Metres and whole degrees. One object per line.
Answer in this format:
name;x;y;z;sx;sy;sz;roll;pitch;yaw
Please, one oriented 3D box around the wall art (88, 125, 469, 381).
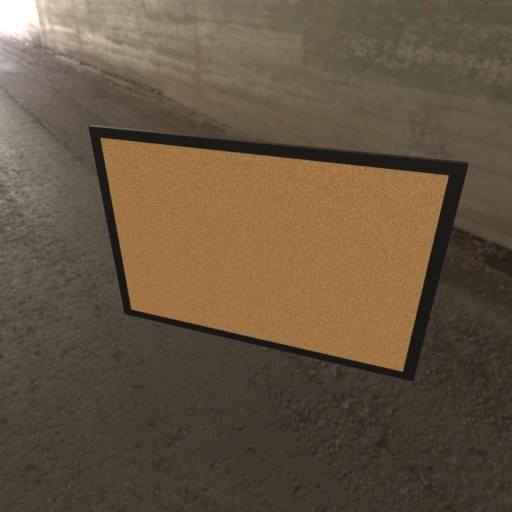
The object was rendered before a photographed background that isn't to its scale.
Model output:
wall art;0.000;0.000;1.063;0.819;0.552;0.015;10;32;16
